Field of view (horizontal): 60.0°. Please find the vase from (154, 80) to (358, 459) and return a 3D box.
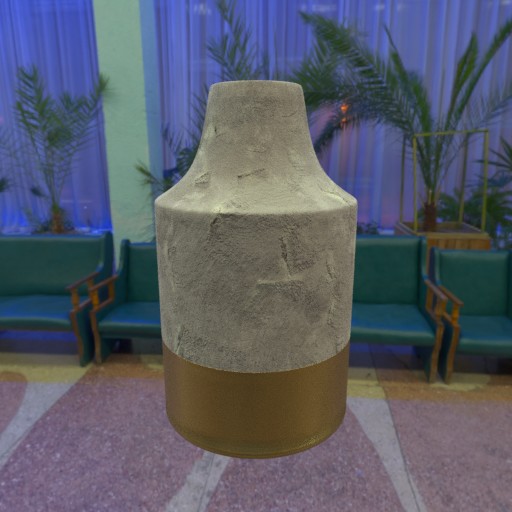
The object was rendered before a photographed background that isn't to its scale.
[{"bbox_3d":[0.000,0.000,0.423,0.184,0.305,0.184,0,15,0],"label":"vase"}]
